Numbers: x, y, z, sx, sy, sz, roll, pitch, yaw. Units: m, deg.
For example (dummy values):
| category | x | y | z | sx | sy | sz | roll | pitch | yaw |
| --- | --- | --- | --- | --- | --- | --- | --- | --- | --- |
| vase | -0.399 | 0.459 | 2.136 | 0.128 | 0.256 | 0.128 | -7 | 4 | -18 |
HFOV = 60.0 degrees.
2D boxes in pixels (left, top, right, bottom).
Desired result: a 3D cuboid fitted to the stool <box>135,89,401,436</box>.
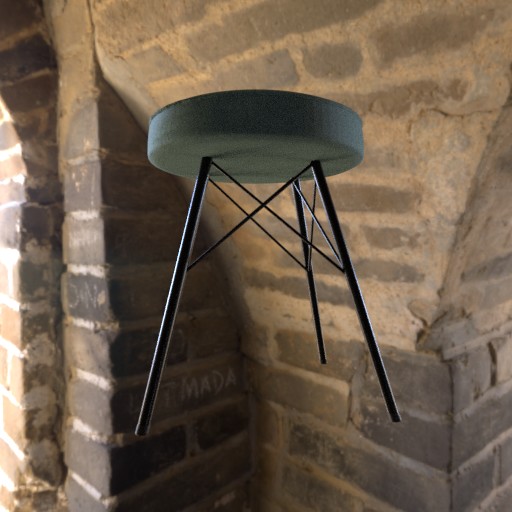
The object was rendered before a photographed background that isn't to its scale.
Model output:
| category | x | y | z | sx | sy | sz | roll | pitch | yaw |
| --- | --- | --- | --- | --- | --- | --- | --- | --- | --- |
| stool | 0.000 | 0.000 | 0.859 | 0.457 | 0.519 | 0.458 | 0 | -1 | 1 |
